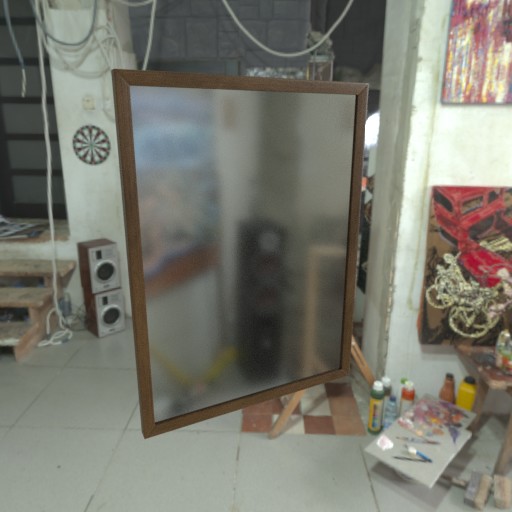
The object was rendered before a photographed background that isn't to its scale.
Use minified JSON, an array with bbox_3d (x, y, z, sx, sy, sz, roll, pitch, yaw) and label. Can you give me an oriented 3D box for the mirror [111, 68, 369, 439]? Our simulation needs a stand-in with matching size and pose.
[{"bbox_3d":[0.000,0.000,1.353,0.762,1.016,0.040,-8,18,-26],"label":"mirror"}]
